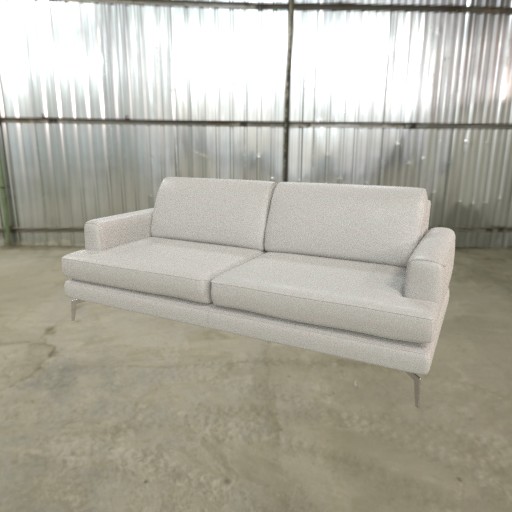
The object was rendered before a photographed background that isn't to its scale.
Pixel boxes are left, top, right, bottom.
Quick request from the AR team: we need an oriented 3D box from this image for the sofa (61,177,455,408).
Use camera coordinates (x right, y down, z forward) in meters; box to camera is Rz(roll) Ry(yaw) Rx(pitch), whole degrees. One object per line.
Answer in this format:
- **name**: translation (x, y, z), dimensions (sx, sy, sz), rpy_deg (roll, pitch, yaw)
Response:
- **sofa**: translation (0.000, 0.000, 2.409), dimensions (1.940, 0.765, 0.974), rpy_deg (7, 16, 26)
